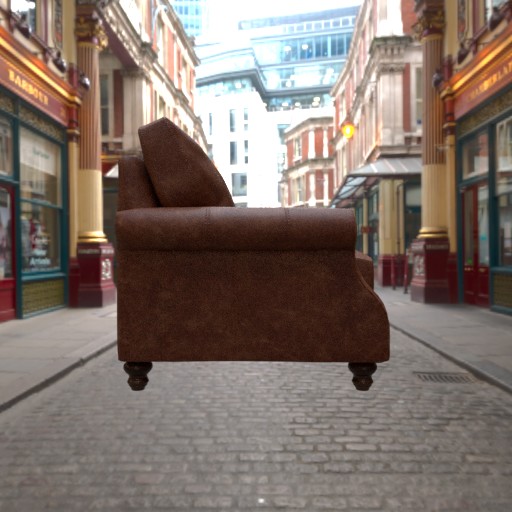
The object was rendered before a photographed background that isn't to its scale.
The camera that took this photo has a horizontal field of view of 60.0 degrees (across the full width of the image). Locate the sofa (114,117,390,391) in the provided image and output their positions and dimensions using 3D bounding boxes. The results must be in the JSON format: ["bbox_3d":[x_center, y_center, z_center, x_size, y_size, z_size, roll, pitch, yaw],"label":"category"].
[{"bbox_3d":[0.000,0.000,2.247,0.990,0.967,1.616,0,0,0],"label":"sofa"}]
